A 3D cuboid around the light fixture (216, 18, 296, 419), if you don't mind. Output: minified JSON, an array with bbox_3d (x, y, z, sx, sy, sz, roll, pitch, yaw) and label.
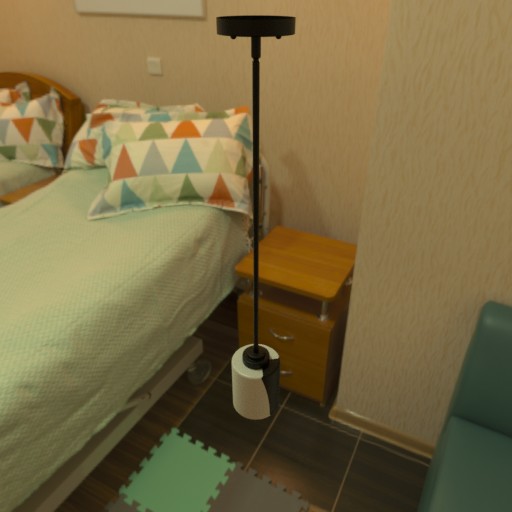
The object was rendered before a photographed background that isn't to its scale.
[{"bbox_3d":[0.000,0.000,0.909,0.123,0.863,0.123,-1,31,-1],"label":"light fixture"}]
